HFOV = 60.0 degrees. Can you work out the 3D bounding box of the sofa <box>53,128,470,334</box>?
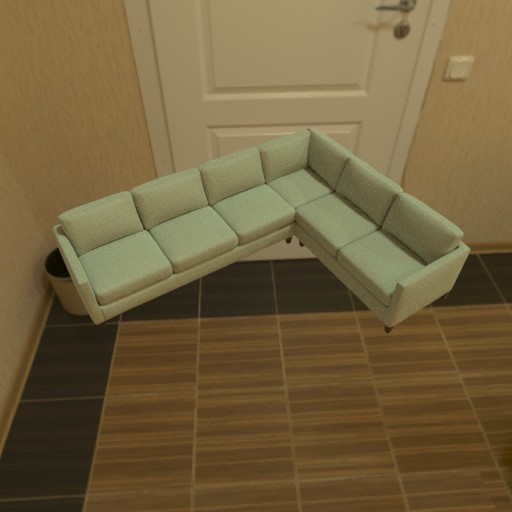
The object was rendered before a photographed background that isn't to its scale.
[{"bbox_3d":[0.000,0.000,4.497,3.333,0.934,2.522,-24,50,-22],"label":"sofa"}]
